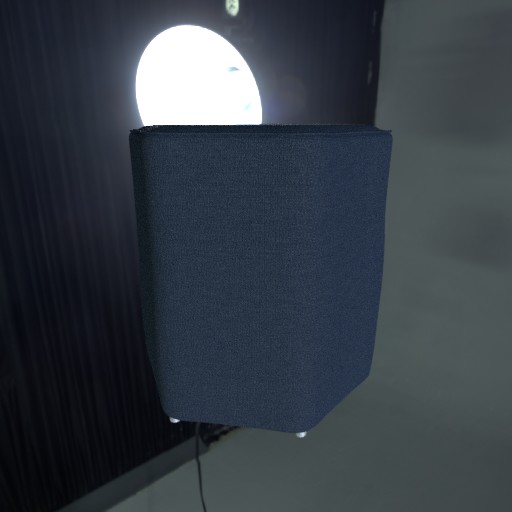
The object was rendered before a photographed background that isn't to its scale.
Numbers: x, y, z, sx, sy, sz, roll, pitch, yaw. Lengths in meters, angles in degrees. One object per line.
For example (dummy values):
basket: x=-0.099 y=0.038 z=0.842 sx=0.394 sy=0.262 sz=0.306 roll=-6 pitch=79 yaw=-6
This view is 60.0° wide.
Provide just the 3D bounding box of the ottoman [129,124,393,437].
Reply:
ottoman: x=0.000 y=0.000 z=0.885 sx=0.454 sy=0.505 sz=0.492 roll=16 pitch=23 yaw=42
